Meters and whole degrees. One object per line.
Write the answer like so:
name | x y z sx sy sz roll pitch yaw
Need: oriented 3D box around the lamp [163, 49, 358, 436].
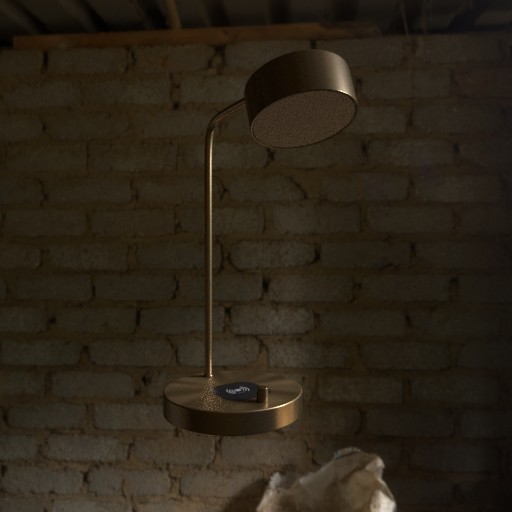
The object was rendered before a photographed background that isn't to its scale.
lamp | 0.000 0.000 0.510 0.171 0.380 0.270 0 0 -35
